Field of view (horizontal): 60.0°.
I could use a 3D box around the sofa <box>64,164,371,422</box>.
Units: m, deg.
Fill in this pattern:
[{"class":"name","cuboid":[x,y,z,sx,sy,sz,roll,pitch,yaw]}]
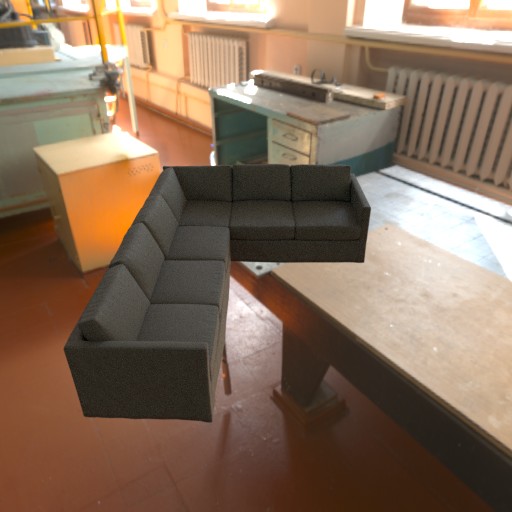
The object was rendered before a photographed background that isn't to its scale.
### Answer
[{"class":"sofa","cuboid":[0.000,0.000,4.290,2.432,0.871,3.182,0,31,1]}]
